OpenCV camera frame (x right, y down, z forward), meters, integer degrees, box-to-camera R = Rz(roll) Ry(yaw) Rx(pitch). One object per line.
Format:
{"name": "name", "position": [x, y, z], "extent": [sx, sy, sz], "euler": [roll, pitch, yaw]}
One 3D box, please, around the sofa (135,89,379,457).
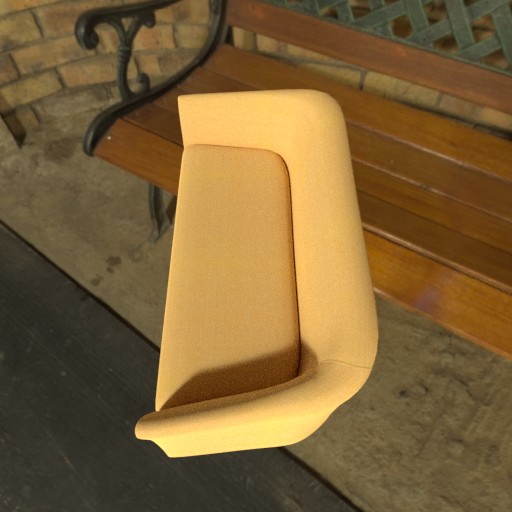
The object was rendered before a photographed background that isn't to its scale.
{"name": "sofa", "position": [0.000, 0.000, 1.797], "extent": [0.705, 0.721, 1.452], "euler": [0, 58, 0]}
